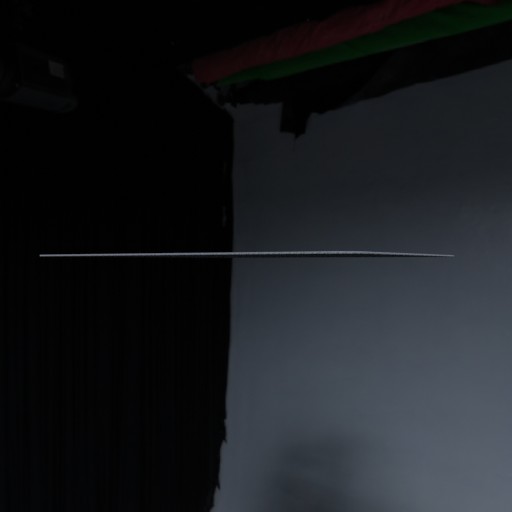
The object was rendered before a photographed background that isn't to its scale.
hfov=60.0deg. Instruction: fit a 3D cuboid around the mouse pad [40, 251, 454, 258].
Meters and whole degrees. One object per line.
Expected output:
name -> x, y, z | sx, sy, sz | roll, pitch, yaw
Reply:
mouse pad -> 0.000, 0.000, 0.620 | 0.451, 0.002, 0.393 | 0, -1, 35
